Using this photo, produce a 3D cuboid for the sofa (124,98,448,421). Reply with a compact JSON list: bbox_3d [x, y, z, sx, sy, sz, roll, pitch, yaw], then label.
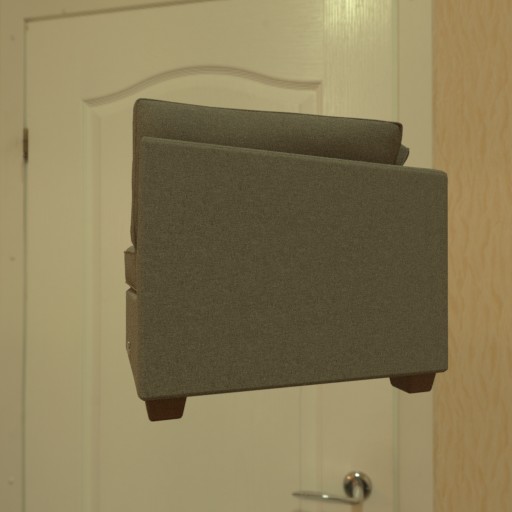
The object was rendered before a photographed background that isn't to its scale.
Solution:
[{"bbox_3d":[0.000,0.000,1.842,1.042,0.951,1.050,0,0,-18],"label":"sofa"}]
